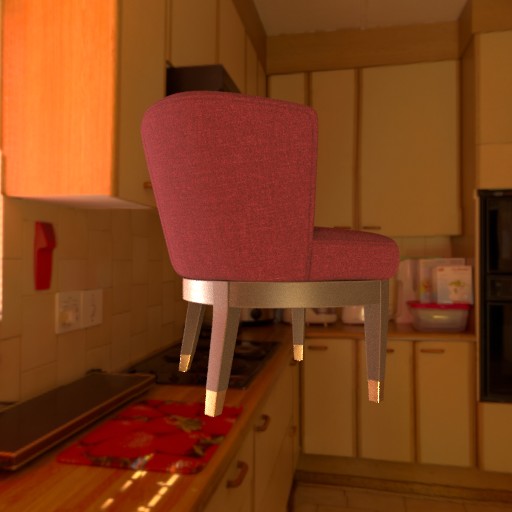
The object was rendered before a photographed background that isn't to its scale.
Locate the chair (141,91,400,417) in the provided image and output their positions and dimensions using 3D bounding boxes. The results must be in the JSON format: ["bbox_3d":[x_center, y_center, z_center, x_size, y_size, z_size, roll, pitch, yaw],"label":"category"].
[{"bbox_3d":[0.000,0.000,1.315,0.660,0.760,0.700,0,-1,-18],"label":"chair"}]
